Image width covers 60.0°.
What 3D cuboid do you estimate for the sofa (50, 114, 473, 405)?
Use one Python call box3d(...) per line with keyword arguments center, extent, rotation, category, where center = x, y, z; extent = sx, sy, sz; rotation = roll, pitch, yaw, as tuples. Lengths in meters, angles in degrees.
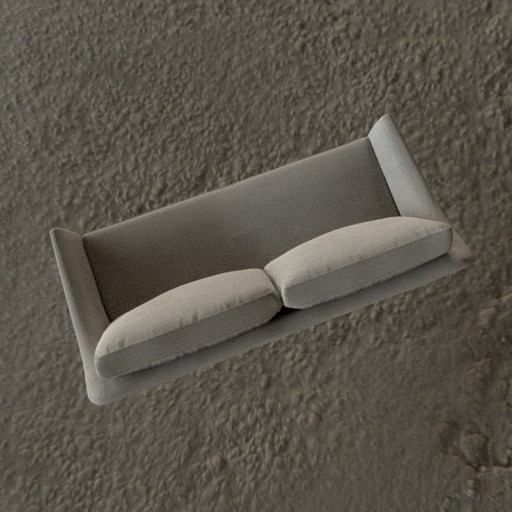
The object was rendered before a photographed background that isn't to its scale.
box3d(center=(0.000, 0.000, 2.504), extent=(2.036, 0.913, 0.980), rotation=(-20, 77, -5), category="sofa")
